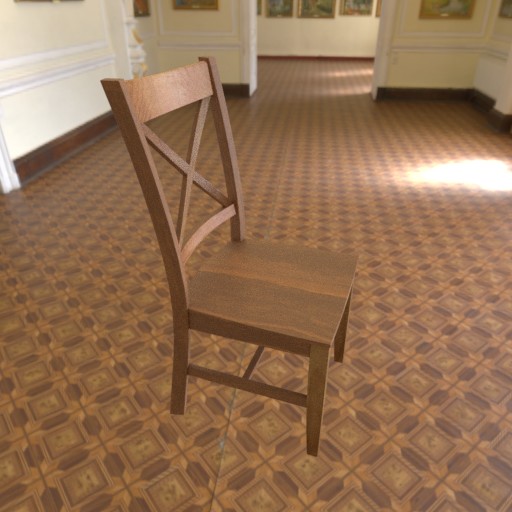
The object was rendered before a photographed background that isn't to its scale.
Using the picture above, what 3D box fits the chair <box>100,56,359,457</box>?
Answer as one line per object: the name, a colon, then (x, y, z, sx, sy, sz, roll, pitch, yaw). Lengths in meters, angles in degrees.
chair: (0.000, 0.000, 1.263, 0.542, 0.983, 0.485, 10, 31, 17)
